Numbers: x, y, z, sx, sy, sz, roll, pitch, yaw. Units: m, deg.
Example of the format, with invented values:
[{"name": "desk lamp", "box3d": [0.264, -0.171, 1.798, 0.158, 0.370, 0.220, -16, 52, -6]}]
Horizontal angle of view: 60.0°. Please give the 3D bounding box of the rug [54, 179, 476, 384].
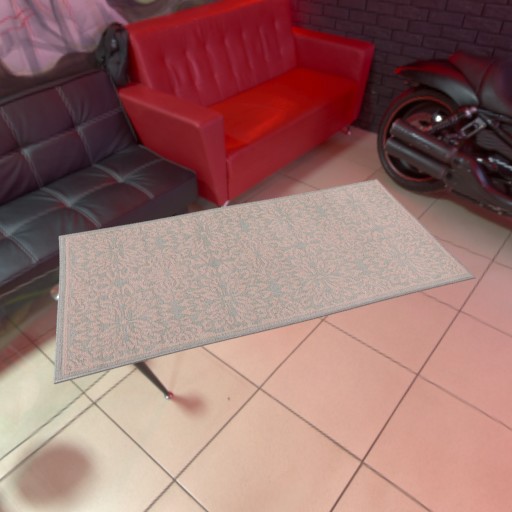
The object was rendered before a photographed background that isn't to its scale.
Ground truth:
[{"name": "rug", "box3d": [0.000, 0.000, 1.428, 1.219, 0.007, 0.604, -12, 42, -13]}]
